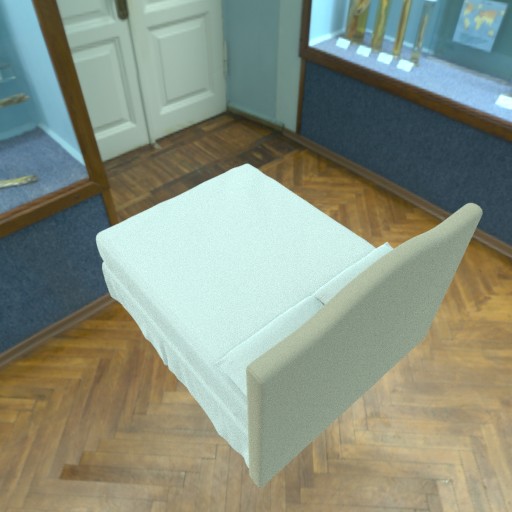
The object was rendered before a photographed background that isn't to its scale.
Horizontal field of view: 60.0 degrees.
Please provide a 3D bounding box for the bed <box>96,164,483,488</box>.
[{"bbox_3d":[0.000,0.000,3.232,1.753,1.460,2.143,-31,52,-27],"label":"bed"}]
